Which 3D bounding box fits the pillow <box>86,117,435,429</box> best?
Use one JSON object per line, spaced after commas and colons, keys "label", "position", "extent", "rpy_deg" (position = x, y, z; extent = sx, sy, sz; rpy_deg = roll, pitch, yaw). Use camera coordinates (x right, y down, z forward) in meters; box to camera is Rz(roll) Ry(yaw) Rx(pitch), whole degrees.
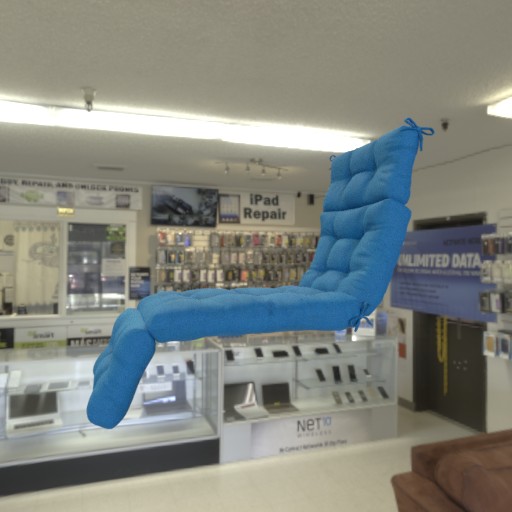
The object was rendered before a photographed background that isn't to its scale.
{"label": "pillow", "position": [0.000, 0.000, 1.451], "extent": [1.016, 0.863, 0.526], "rpy_deg": [0, -1, -18]}
